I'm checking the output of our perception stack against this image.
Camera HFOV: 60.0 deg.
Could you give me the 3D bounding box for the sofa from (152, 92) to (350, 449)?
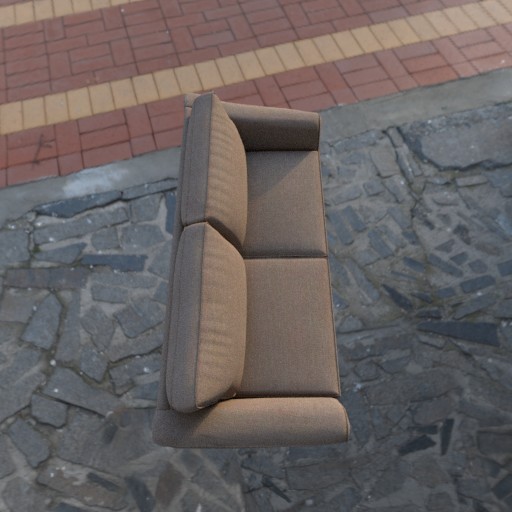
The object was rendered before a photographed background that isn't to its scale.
[{"bbox_3d":[0.000,0.000,2.813,0.986,0.906,2.270,0,63,0],"label":"sofa"}]
